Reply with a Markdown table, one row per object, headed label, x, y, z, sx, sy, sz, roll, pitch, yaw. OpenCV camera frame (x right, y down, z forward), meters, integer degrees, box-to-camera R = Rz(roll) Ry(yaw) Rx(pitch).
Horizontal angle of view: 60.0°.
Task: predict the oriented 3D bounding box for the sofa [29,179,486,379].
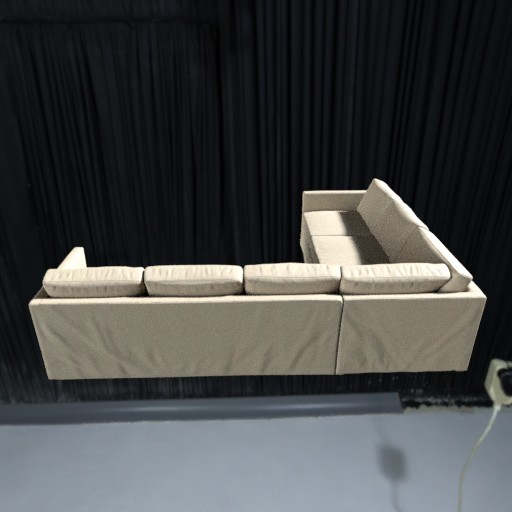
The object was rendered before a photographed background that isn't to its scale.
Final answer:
| label | x | y | z | sx | sy | sz | roll | pitch | yaw |
| --- | --- | --- | --- | --- | --- | --- | --- | --- | --- |
| sofa | 0.000 | 0.000 | 4.235 | 3.182 | 0.871 | 2.432 | -1 | 26 | -1 |
